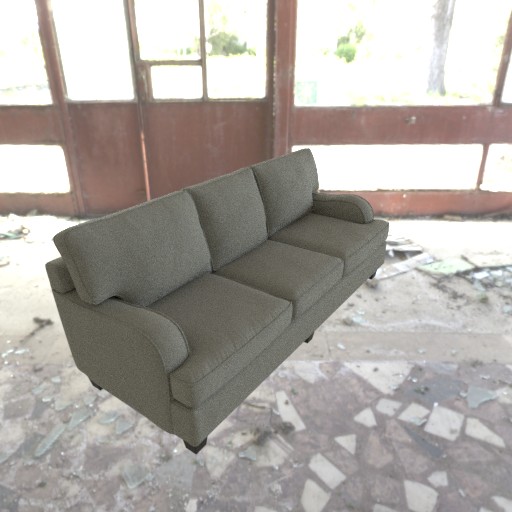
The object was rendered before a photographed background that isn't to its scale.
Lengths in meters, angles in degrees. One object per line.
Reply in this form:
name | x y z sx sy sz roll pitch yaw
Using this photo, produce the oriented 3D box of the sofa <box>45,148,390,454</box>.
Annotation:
sofa | 0.000 0.000 2.930 1.016 0.997 2.323 18 31 32
